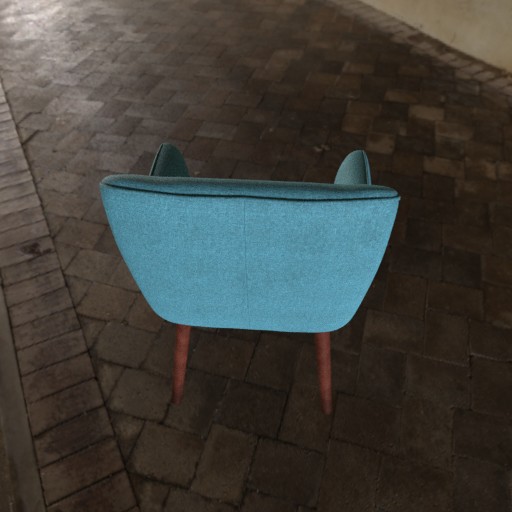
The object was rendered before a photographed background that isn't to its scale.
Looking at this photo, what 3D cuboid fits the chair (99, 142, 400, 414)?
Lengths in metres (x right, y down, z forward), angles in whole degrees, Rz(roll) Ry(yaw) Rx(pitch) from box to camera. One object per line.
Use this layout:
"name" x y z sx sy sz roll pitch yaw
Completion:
"chair" 0.000 0.000 1.106 0.543 0.803 0.519 3 47 3
